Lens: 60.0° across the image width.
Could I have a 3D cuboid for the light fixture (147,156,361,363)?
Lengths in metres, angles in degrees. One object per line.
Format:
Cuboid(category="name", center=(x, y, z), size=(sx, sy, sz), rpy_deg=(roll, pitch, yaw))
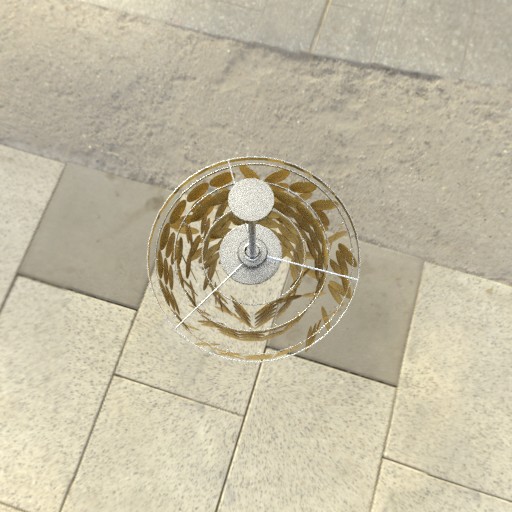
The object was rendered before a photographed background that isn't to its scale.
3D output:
Cuboid(category="light fixture", center=(0.000, 0.000, 0.752), size=(0.368, 0.492, 0.368), rpy_deg=(0, 74, 0))
